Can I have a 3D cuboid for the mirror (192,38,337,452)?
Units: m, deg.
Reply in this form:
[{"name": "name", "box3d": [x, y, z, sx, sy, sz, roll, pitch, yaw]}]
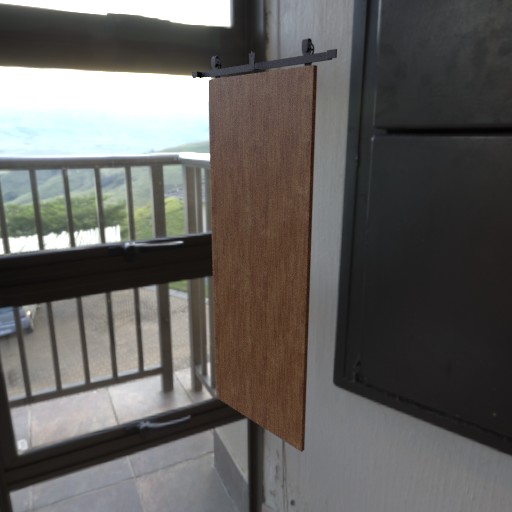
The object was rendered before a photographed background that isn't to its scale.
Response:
[{"name": "mirror", "box3d": [0.000, 0.000, 2.083, 0.042, 1.793, 0.847, -14, 21, -42]}]
